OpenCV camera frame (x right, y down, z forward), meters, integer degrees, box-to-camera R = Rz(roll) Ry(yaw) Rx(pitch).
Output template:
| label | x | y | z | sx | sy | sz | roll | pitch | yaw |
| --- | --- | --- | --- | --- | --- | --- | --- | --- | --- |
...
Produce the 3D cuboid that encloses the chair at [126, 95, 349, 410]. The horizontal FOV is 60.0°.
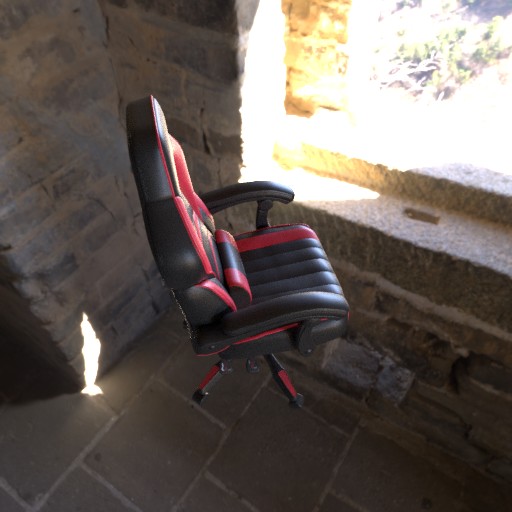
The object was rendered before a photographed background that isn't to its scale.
| label | x | y | z | sx | sy | sz | roll | pitch | yaw |
| --- | --- | --- | --- | --- | --- | --- | --- | --- | --- |
| chair | 0.000 | 0.000 | 1.621 | 0.700 | 1.220 | 0.700 | -10 | 47 | -9 |
